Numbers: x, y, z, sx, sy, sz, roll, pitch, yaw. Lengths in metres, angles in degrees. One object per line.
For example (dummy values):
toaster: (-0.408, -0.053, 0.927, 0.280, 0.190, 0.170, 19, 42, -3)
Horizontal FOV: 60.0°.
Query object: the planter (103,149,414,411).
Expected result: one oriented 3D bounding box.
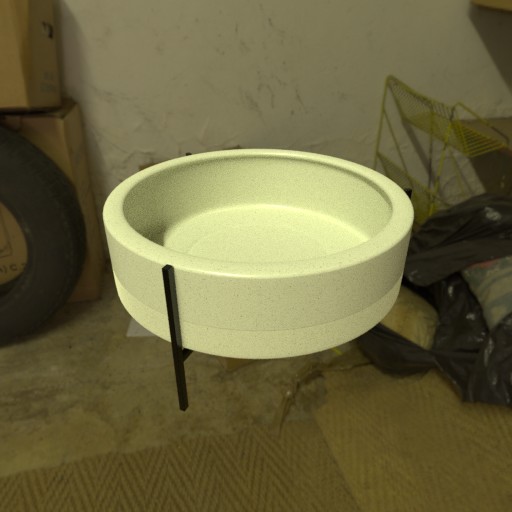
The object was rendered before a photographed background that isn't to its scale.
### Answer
planter: (0.000, 0.000, 0.543, 0.336, 0.171, 0.345, -19, 36, -29)
